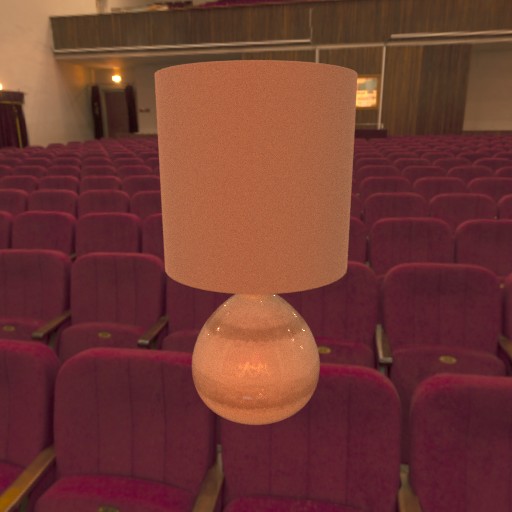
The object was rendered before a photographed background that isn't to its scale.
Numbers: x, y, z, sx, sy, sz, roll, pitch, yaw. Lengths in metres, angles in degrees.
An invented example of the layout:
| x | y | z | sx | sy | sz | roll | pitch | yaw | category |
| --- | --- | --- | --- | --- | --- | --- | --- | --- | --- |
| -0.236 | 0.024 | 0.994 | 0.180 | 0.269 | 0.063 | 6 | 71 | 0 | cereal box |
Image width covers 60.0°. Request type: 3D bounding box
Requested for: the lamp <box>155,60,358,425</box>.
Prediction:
| x | y | z | sx | sy | sz | roll | pitch | yaw | category |
| --- | --- | --- | --- | --- | --- | --- | --- | --- | --- |
| 0.000 | 0.000 | 0.535 | 0.217 | 0.404 | 0.217 | 3 | 15 | 10 | lamp |
